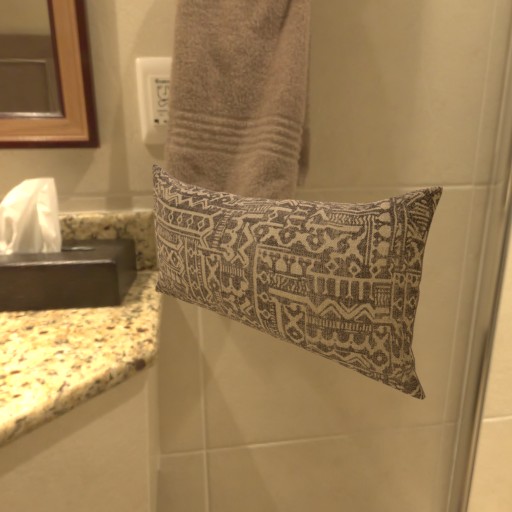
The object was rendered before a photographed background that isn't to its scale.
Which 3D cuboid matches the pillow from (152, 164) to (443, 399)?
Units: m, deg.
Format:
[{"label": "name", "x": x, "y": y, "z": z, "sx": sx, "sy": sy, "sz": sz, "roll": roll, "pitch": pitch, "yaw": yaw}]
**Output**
[{"label": "pillow", "x": 0.000, "y": 0.000, "z": 0.773, "sx": 0.631, "sy": 0.290, "sz": 0.148, "roll": 14, "pitch": 21, "yaw": 41}]
